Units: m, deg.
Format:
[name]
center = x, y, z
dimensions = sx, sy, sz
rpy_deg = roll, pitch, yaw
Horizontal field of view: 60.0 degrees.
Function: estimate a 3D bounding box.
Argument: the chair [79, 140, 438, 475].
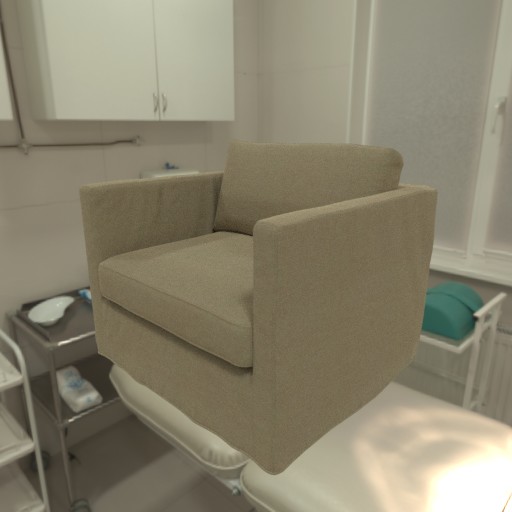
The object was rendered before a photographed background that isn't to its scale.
[chair]
center = 0.000, 0.000, 1.755
dimensions = 1.057, 0.863, 0.949
rpy_deg = 15, 23, 41
